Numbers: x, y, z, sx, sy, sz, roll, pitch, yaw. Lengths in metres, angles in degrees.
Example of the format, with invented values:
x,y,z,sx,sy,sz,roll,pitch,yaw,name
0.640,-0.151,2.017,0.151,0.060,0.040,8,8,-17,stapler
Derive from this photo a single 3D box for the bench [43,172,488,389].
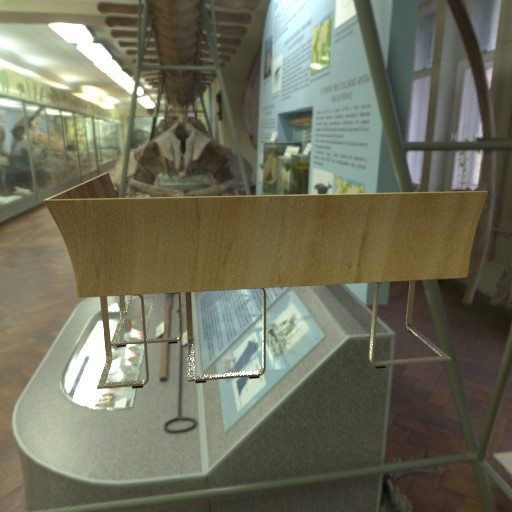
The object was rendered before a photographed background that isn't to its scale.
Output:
x,y,z,sx,sy,sz,roll,pitch,yaw,name
0.000,0.000,2.737,1.945,0.930,1.495,-2,15,-9,bench
